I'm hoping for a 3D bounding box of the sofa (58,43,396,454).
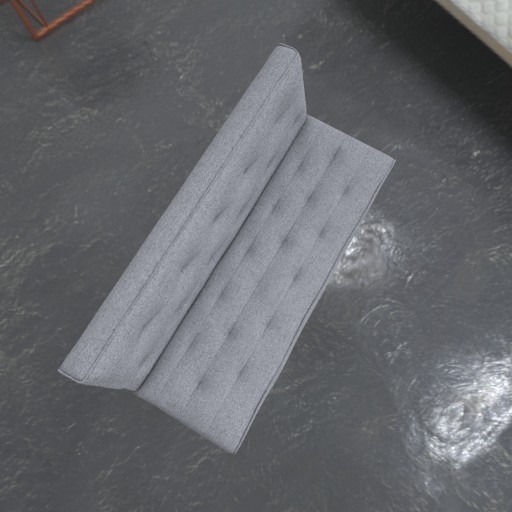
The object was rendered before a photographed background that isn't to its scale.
[{"bbox_3d":[0.000,0.000,2.302,0.810,0.830,1.820,30,77,7],"label":"sofa"}]
